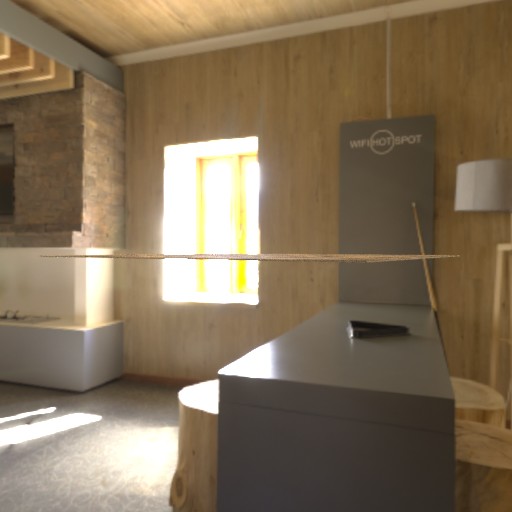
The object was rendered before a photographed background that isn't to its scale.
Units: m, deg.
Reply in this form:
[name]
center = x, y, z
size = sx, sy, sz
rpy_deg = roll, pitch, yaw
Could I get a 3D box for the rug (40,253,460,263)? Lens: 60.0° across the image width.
[rug]
center = 0.000, 0.000, 4.113
size = 3.072, 0.011, 2.451
rpy_deg = 1, 1, 35
